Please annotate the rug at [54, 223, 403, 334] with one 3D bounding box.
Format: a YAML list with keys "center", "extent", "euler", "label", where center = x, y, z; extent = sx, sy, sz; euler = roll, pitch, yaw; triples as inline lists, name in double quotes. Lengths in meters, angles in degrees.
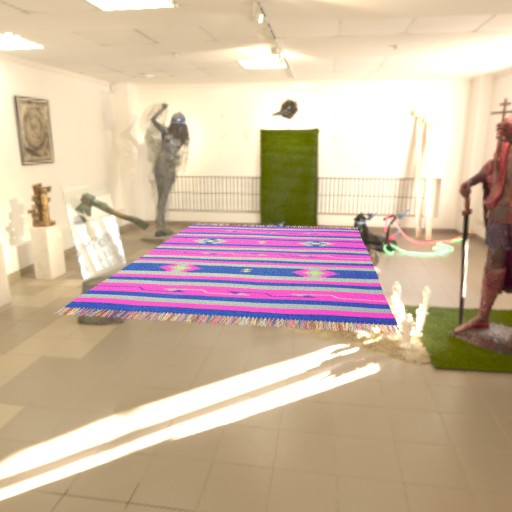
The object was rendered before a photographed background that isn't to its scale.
- center: [0.000, 0.000, 3.010]
  extent: [1.539, 0.013, 2.350]
  euler: [2, 15, 8]
  label: "rug"
